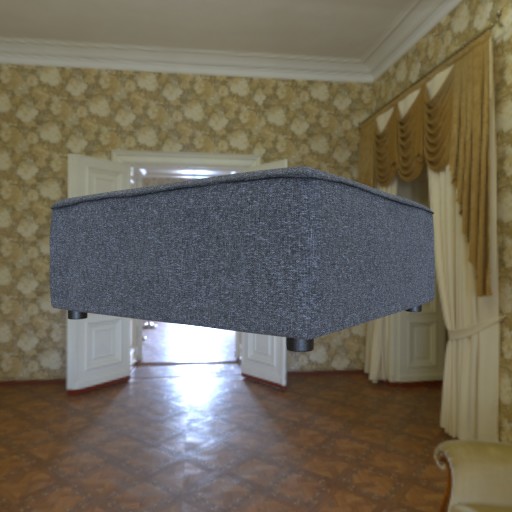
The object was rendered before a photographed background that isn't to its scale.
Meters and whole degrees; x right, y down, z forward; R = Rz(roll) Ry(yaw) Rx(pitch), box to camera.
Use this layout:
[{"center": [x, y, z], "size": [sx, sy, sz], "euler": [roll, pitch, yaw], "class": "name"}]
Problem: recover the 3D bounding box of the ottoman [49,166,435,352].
[{"center": [0.000, 0.000, 1.600], "size": [1.017, 0.423, 1.021], "euler": [0, 0, 36], "class": "ottoman"}]
